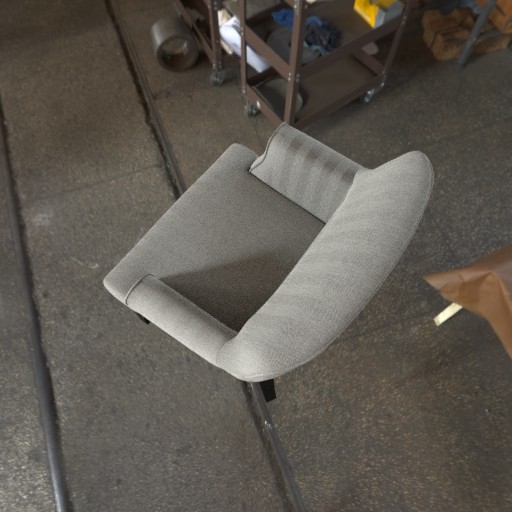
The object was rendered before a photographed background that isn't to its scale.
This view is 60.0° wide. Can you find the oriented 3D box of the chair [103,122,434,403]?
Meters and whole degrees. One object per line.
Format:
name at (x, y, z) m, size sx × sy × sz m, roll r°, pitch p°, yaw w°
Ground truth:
chair at (0.000, 0.000, 1.436) m, size 0.755 × 0.880 × 0.772 m, roll 33°, pitch 68°, yaw 15°
